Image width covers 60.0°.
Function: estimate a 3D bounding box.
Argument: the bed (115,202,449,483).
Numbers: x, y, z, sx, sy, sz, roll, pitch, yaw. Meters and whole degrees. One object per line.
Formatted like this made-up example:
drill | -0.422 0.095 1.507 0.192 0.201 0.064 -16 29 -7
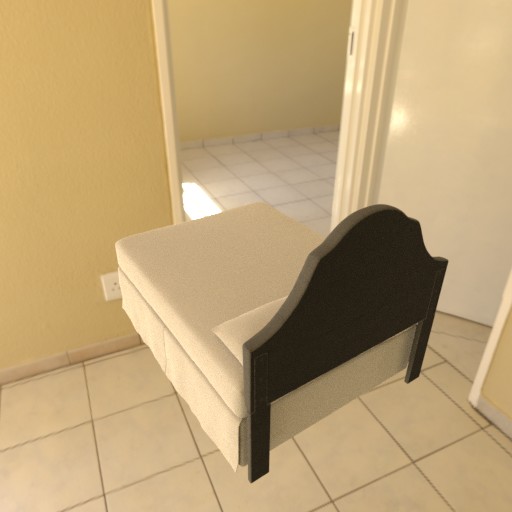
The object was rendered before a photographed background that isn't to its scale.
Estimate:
bed | 0.000 0.000 3.353 1.636 1.575 2.155 -19 35 -29
